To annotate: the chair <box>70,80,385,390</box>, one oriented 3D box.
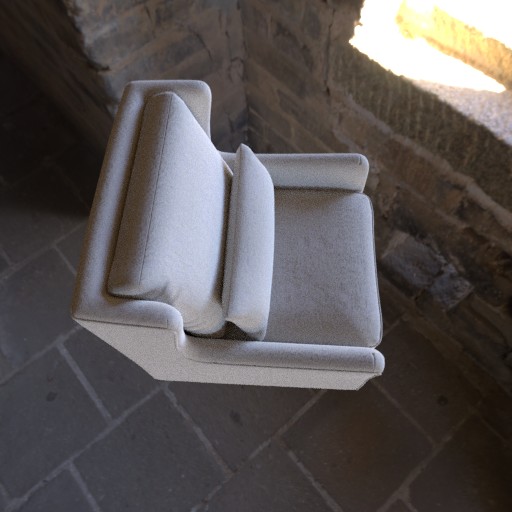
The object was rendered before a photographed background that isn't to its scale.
[{"bbox_3d":[0.000,0.000,1.877,1.040,1.056,0.982,2,64,1],"label":"chair"}]
